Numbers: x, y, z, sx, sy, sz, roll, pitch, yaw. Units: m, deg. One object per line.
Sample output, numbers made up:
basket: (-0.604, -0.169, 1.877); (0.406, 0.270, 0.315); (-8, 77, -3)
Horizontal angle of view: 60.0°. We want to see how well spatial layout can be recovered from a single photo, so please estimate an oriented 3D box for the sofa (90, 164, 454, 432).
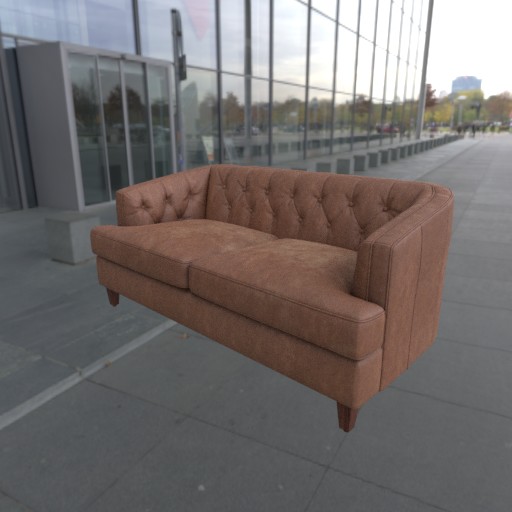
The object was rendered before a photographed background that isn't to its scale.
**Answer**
sofa: (0.000, 0.000, 2.239); (1.755, 0.786, 0.914); (15, 22, 42)
